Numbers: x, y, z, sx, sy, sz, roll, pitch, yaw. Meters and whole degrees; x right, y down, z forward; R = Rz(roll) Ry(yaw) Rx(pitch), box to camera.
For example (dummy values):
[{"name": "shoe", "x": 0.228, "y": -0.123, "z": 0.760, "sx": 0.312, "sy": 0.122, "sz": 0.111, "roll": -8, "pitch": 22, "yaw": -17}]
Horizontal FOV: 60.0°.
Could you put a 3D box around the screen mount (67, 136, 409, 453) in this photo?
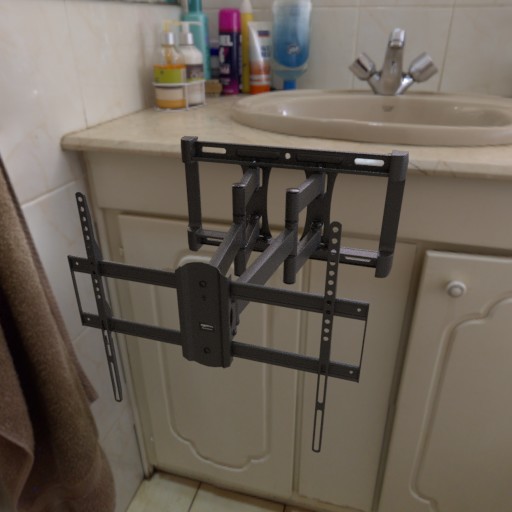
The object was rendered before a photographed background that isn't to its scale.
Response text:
[{"name": "screen mount", "x": 0.000, "y": 0.000, "z": 0.943, "sx": 0.571, "sy": 0.424, "sz": 0.556, "roll": 8, "pitch": 28, "yaw": 15}]
